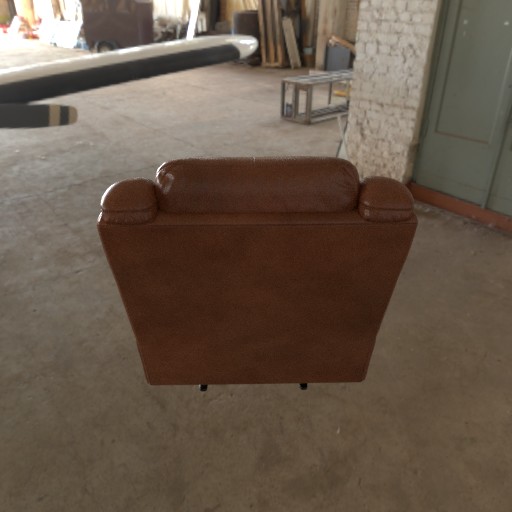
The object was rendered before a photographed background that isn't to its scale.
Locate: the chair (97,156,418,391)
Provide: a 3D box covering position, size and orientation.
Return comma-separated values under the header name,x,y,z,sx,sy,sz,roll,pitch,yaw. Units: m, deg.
name,x,y,z,sx,sy,sz,roll,pitch,yaw
chair,0.000,0.000,1.877,0.990,1.093,1.041,-1,30,-1
